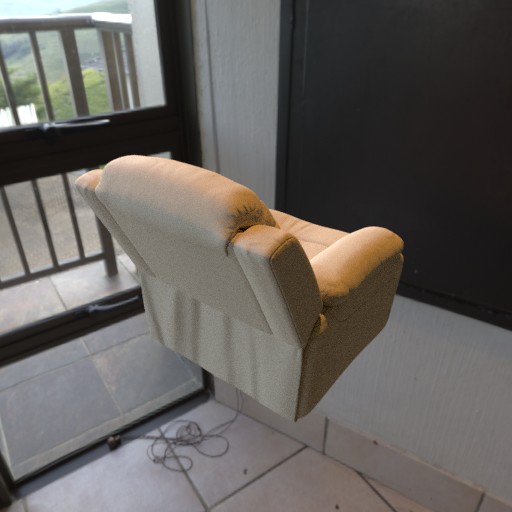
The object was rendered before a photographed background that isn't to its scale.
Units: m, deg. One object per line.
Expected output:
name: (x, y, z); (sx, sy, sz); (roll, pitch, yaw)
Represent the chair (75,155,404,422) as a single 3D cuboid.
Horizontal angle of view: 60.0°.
chair: (0.000, 0.000, 1.291); (0.680, 0.702, 0.709); (21, 37, 31)
